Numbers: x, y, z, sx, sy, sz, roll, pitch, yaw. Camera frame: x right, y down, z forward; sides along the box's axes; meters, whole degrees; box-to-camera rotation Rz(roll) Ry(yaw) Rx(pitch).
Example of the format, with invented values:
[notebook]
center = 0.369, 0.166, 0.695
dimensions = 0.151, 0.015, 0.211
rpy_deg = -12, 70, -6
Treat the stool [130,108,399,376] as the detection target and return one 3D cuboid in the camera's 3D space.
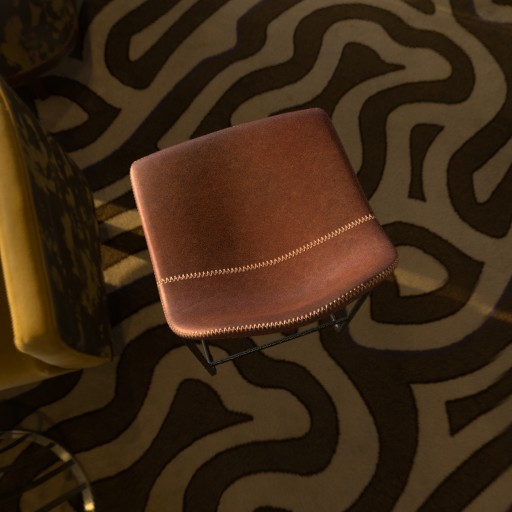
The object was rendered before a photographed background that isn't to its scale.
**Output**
[stool]
center = 0.000, 0.000, 1.121
dimensions = 0.454, 0.830, 0.473
rpy_deg = -18, 75, -5
